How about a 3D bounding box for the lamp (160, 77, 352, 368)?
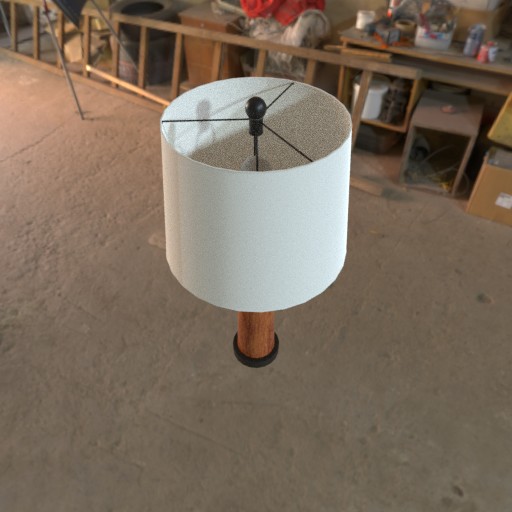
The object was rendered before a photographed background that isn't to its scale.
[{"bbox_3d":[0.000,0.000,0.893,0.349,0.667,0.349,0,45,0],"label":"lamp"}]
